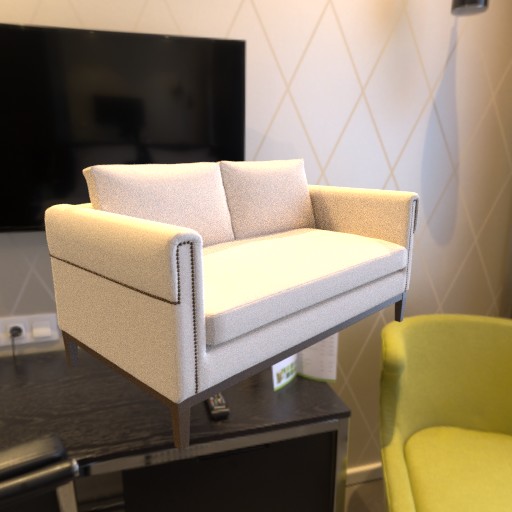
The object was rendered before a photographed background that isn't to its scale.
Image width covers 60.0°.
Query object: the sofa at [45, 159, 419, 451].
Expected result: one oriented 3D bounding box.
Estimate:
[{"bbox_3d":[0.000,0.000,2.107,0.905,0.873,1.598,13,19,43],"label":"sofa"}]
